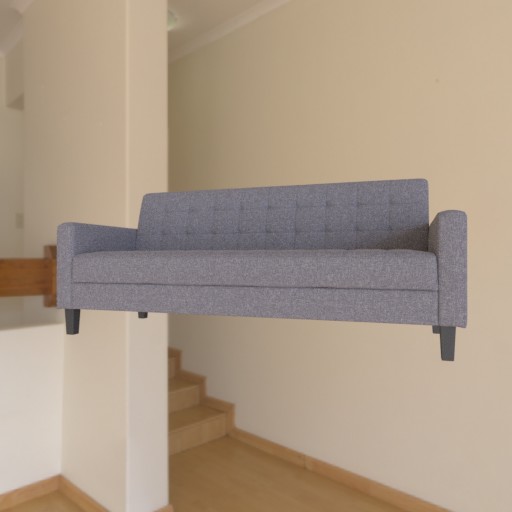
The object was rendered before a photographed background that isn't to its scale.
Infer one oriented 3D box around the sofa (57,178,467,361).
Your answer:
[{"bbox_3d":[0.000,0.000,2.430,2.040,0.850,0.810,0,0,19],"label":"sofa"}]
